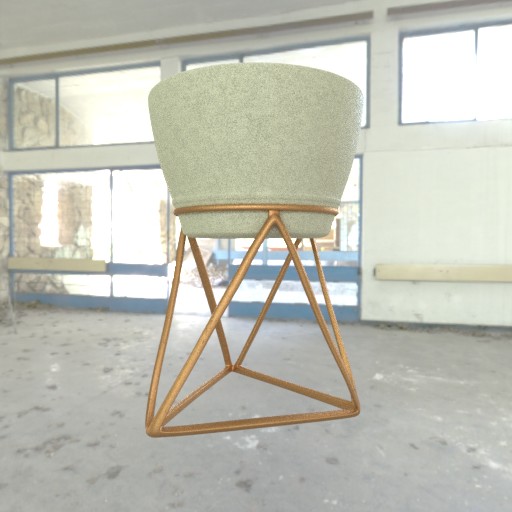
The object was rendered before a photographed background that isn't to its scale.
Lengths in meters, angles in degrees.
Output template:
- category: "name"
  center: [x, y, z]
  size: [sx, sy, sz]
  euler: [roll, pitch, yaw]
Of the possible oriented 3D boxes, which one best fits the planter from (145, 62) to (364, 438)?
- category: "planter"
  center: [0.000, 0.000, 0.744]
  size: [0.350, 0.504, 0.350]
  euler: [0, 2, 17]
